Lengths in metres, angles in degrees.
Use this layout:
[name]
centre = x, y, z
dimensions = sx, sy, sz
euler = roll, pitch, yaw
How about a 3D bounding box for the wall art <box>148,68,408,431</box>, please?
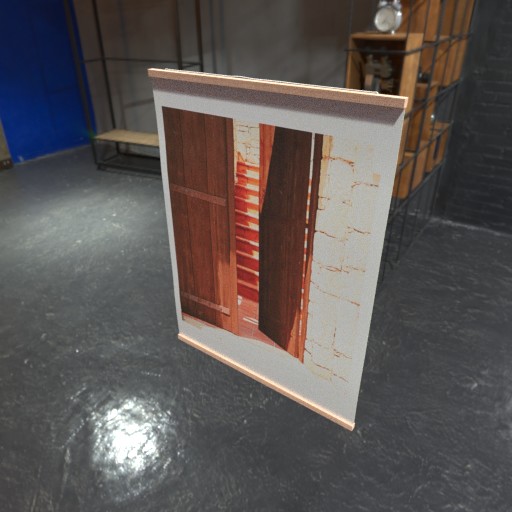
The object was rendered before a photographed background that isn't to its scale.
[wall art]
centre = 0.000, 0.000, 1.346
dimensions = 0.758, 1.013, 0.020
euler = 20, 35, 30
